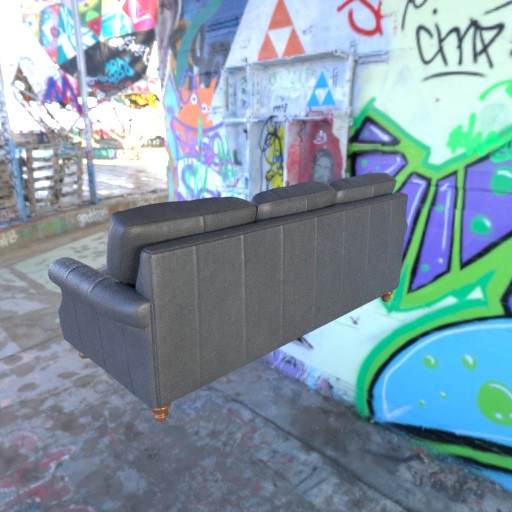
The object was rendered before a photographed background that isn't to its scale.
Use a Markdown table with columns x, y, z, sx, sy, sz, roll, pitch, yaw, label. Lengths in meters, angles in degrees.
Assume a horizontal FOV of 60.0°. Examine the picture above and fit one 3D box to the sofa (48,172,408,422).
| x | y | z | sx | sy | sz | roll | pitch | yaw | label |
| --- | --- | --- | --- | --- | --- | --- | --- | --- | --- |
| 0.000 | 0.000 | 2.885 | 2.387 | 0.977 | 0.974 | -16 | 23 | -42 | sofa |
